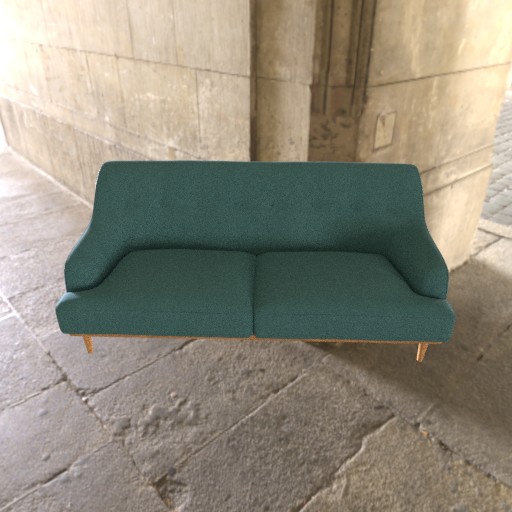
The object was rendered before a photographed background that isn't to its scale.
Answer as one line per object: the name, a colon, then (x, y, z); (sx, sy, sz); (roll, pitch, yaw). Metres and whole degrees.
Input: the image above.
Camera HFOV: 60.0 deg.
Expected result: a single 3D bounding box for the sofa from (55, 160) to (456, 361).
sofa: (0.000, 0.000, 2.608); (2.057, 0.871, 0.978); (1, 29, 2)
